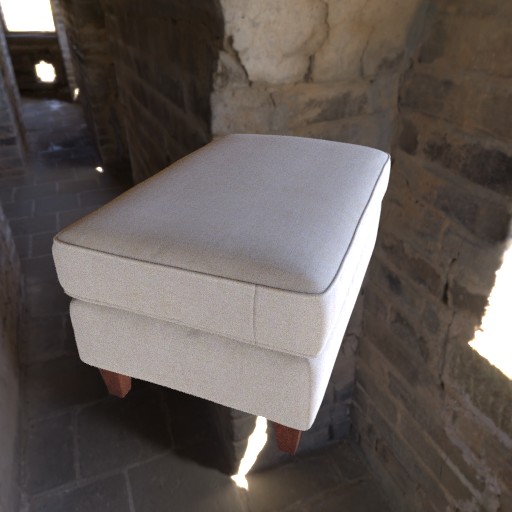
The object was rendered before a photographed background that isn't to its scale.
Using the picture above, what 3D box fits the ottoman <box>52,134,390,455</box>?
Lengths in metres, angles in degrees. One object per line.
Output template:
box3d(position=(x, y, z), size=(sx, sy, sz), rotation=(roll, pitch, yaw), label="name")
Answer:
box3d(position=(0.000, 0.000, 1.221), size=(0.583, 0.484, 0.862), rotation=(11, 32, 18), label="ottoman")
